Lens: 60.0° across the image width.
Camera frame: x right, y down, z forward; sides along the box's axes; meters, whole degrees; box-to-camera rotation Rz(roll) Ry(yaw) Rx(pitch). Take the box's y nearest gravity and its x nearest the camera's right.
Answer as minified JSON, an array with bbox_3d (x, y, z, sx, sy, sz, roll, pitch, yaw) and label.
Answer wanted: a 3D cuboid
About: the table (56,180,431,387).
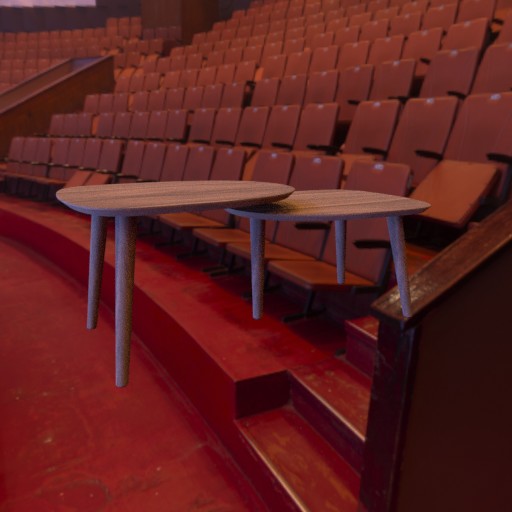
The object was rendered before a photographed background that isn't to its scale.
[{"bbox_3d":[0.000,0.000,1.369,1.084,0.429,0.527,-7,17,-26],"label":"table"}]
